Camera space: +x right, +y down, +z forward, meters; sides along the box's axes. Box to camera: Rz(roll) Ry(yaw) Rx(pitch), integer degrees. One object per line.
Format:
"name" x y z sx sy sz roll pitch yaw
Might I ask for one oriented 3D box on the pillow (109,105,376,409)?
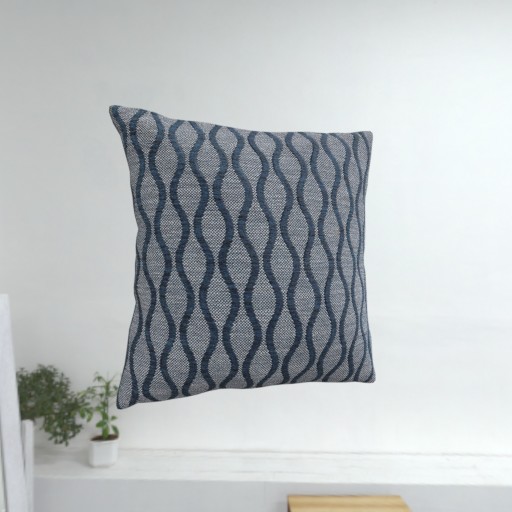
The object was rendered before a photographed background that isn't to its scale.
"pillow" 0.000 0.000 0.688 0.435 0.435 0.159 0 -1 -20
